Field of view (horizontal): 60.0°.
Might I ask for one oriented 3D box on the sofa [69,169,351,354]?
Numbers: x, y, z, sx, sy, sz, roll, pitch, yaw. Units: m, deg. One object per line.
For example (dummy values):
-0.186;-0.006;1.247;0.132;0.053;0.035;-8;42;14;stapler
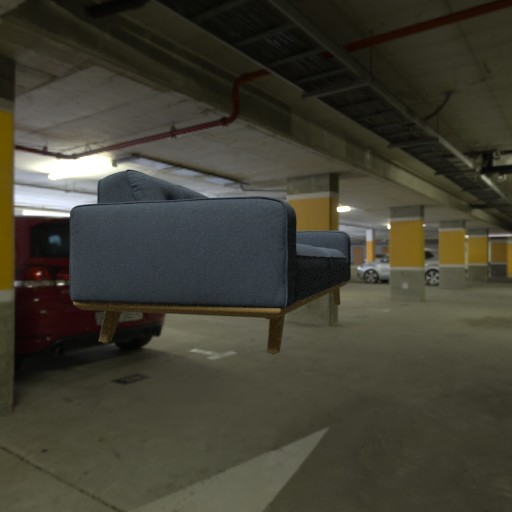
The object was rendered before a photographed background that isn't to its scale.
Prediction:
0.000;0.000;2.763;0.953;0.782;2.270;0;0;18;sofa
